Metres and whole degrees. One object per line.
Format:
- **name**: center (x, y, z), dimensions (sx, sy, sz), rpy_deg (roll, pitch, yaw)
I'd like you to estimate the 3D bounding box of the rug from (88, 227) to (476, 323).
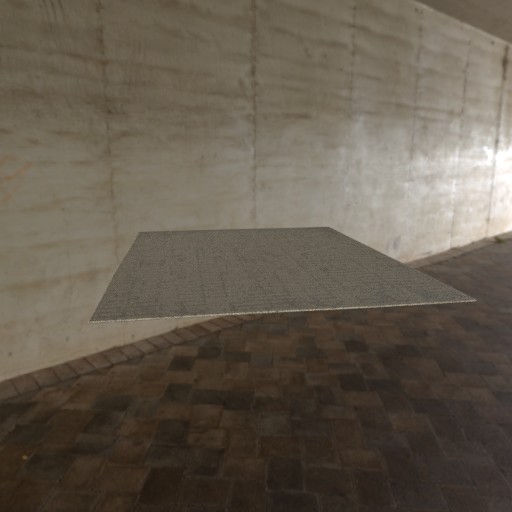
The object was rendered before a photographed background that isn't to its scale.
- **rug**: center (0.000, 0.000, 4.178), dimensions (2.447, 0.014, 3.061), rpy_deg (-2, 13, -9)
